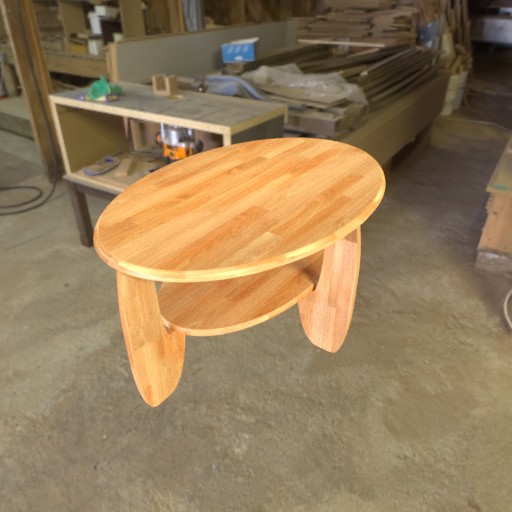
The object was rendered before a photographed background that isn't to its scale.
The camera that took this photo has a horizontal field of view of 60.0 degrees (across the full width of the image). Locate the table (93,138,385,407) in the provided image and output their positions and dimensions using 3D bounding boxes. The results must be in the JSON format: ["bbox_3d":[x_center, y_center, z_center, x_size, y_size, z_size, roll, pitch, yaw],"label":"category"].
[{"bbox_3d":[0.000,0.000,1.426,0.690,0.490,1.040,21,38,30],"label":"table"}]
